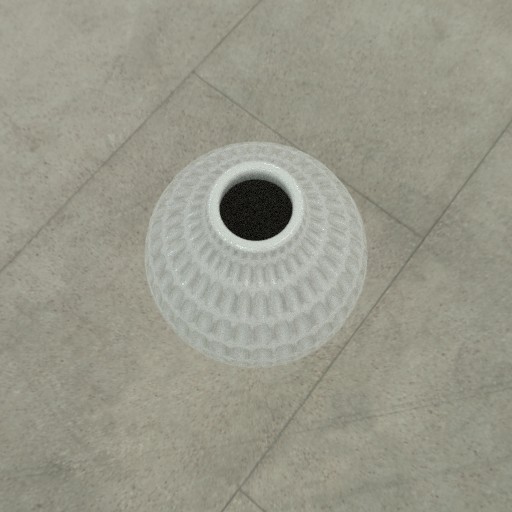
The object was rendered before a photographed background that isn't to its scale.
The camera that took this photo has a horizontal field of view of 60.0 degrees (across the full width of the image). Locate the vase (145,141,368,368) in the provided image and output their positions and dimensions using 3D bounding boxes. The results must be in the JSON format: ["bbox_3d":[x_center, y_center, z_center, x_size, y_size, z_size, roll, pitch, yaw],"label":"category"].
[{"bbox_3d":[0.000,0.000,0.331,0.162,0.223,0.162,0,76,0],"label":"vase"}]
